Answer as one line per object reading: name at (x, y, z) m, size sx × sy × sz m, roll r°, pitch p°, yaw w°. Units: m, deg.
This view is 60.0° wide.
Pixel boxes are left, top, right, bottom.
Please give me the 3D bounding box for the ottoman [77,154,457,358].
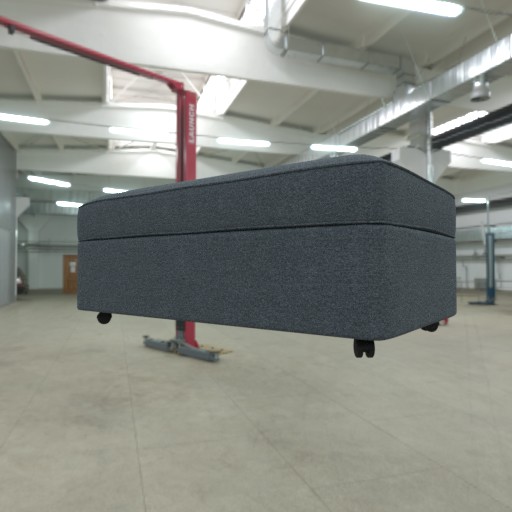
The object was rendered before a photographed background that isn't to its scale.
ottoman at (0.000, 0.000, 1.542) m, size 1.173 × 0.494 × 0.681 m, roll -1°, pitch -2°, yaw 37°
